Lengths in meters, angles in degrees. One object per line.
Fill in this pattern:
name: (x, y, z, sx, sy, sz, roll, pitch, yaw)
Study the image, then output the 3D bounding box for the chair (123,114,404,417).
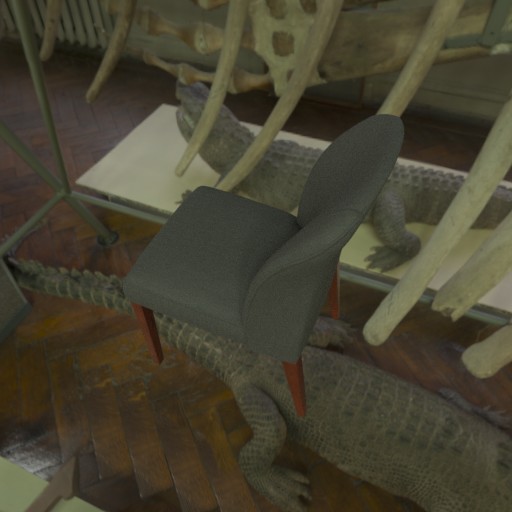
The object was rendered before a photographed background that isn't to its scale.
chair: (0.000, 0.000, 1.275, 0.619, 0.879, 0.506, 16, 49, 15)
